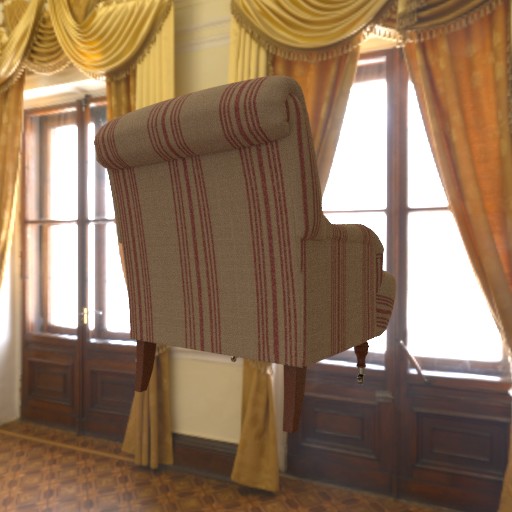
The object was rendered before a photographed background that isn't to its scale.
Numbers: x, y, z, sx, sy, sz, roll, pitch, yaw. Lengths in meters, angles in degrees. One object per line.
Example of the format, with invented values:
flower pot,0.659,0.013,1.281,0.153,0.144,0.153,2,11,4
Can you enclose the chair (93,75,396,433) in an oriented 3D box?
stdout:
chair,0.000,0.000,1.890,0.933,1.123,1.058,0,0,35
